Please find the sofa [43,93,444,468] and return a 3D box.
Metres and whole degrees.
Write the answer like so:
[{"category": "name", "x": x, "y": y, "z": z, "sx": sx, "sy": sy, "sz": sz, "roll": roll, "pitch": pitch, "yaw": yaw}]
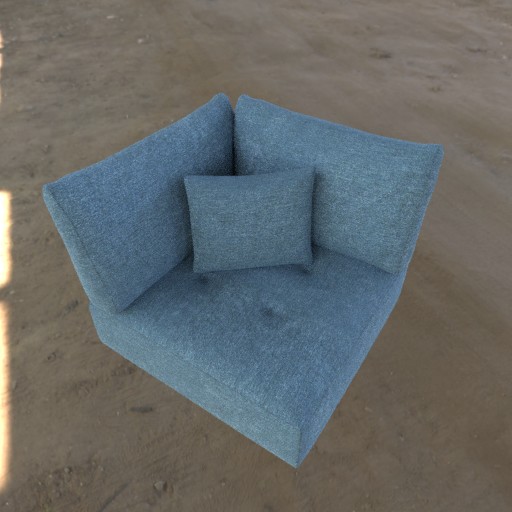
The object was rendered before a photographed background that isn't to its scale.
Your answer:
[{"category": "sofa", "x": 0.000, "y": 0.000, "z": 1.730, "sx": 1.000, "sy": 0.820, "sz": 1.000, "roll": 24, "pitch": 46, "yaw": 25}]
